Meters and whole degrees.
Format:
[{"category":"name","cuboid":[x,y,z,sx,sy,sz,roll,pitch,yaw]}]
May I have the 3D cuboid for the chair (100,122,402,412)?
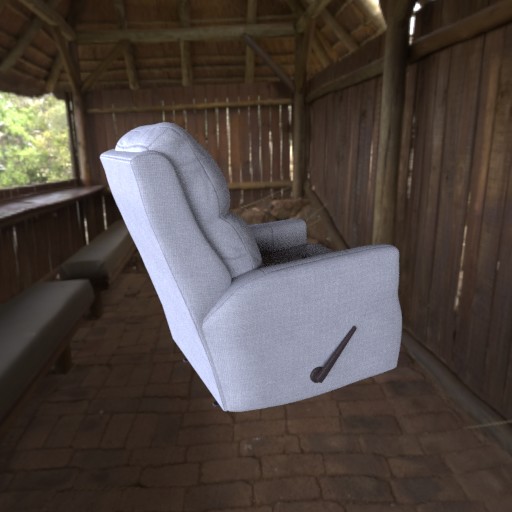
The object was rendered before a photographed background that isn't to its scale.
[{"category":"chair","cuboid":[0.000,0.000,1.827,1.080,1.030,0.829,-7,16,-25]}]
